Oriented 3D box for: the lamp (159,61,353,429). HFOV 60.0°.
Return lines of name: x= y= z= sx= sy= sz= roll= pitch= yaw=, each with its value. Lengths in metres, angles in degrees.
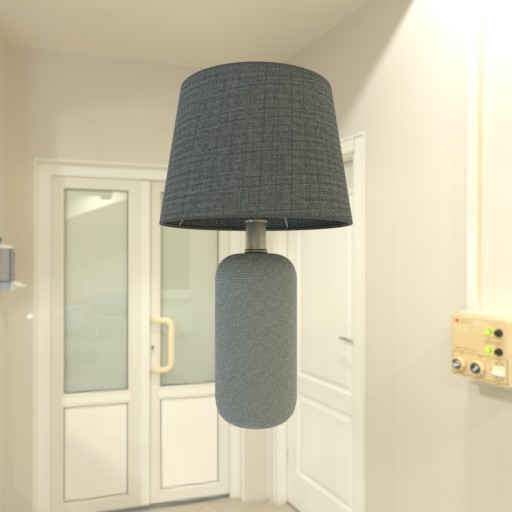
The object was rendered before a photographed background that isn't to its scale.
lamp: x=0.000 y=0.000 z=0.588 sx=0.251 sy=0.429 sz=0.251 roll=0 pitch=0 yaw=0
